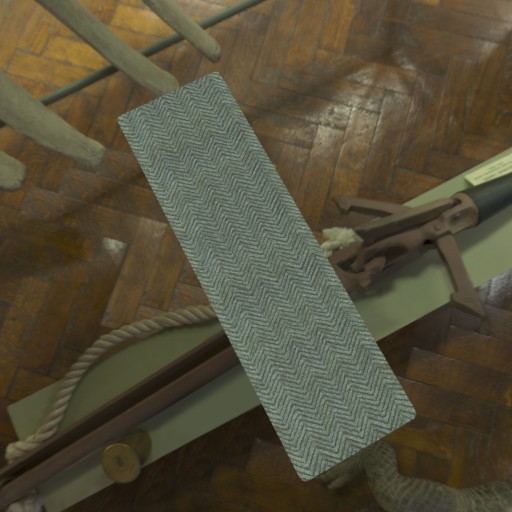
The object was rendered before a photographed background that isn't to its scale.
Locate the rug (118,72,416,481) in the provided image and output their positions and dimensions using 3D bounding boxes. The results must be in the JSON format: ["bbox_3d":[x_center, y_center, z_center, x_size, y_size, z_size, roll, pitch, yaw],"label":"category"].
[{"bbox_3d":[0.000,0.000,2.476,0.686,0.008,2.286,-27,79,-6],"label":"rug"}]
